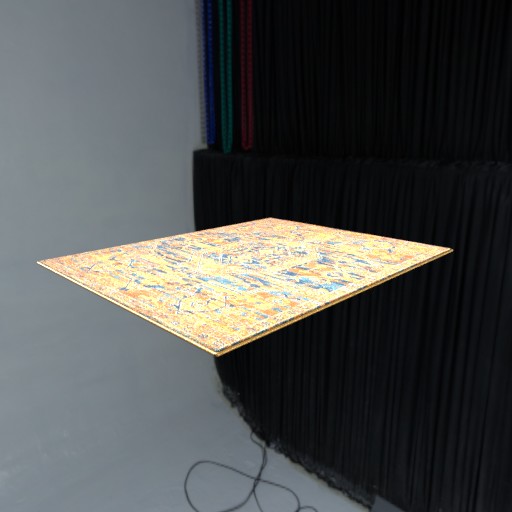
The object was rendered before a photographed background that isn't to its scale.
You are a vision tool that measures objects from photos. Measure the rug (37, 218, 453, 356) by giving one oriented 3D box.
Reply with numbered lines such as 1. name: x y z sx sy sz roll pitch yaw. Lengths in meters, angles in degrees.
1. rug: 0.000 0.000 4.121 2.435 0.031 3.040 15 21 43
